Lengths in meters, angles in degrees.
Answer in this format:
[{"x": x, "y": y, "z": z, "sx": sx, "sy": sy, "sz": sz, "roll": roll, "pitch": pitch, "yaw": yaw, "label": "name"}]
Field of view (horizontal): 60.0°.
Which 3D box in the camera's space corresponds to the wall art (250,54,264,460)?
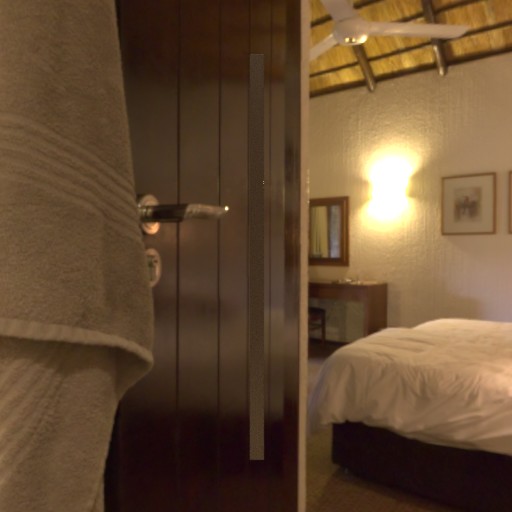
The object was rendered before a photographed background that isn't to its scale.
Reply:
[{"x": 0.000, "y": 0.000, "z": 1.643, "sx": 0.034, "sy": 0.952, "sz": 1.207, "roll": 0, "pitch": 0, "yaw": 0, "label": "wall art"}]
